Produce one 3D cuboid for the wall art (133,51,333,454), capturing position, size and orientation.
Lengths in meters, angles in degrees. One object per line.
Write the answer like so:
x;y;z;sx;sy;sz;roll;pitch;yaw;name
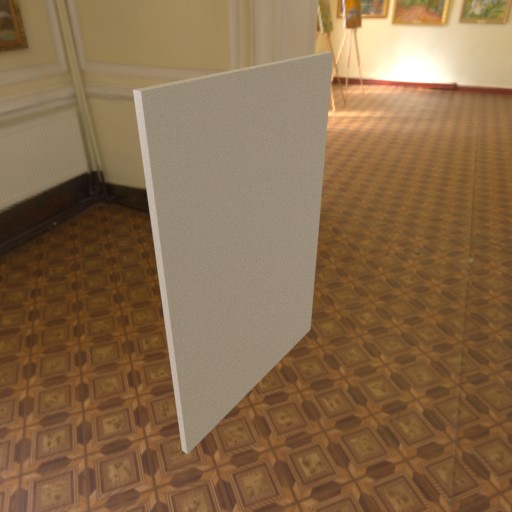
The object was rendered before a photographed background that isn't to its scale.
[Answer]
0.000;0.000;0.598;0.010;0.474;0.325;21;37;31;wall art
